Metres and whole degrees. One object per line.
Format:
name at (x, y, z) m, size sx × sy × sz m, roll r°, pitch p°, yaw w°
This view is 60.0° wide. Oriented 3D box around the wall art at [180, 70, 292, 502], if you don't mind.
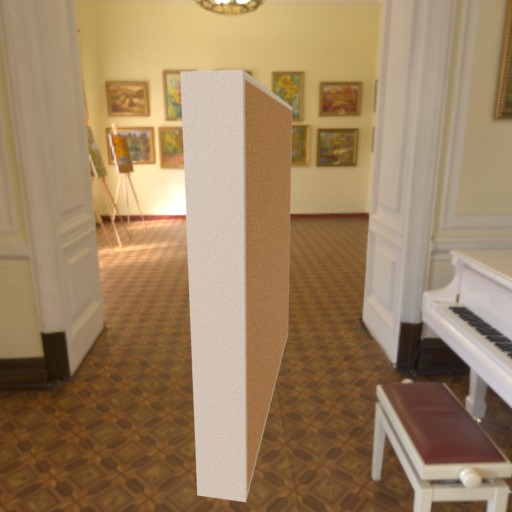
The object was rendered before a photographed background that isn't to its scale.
wall art at (0.000, 0.000, 0.445) m, size 0.038 × 0.304 × 0.305 m, roll 3°, pitch 15°, yaw 10°
